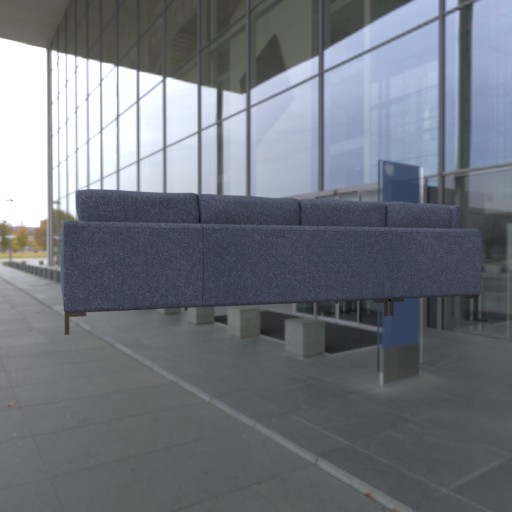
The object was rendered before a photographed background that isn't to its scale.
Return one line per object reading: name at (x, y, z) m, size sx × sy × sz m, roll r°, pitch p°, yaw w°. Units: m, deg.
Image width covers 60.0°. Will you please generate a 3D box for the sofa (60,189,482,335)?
sofa at (0.000, 0.000, 3.786) m, size 2.956 × 0.813 × 2.007 m, roll 0°, pitch 1°, yaw -19°
